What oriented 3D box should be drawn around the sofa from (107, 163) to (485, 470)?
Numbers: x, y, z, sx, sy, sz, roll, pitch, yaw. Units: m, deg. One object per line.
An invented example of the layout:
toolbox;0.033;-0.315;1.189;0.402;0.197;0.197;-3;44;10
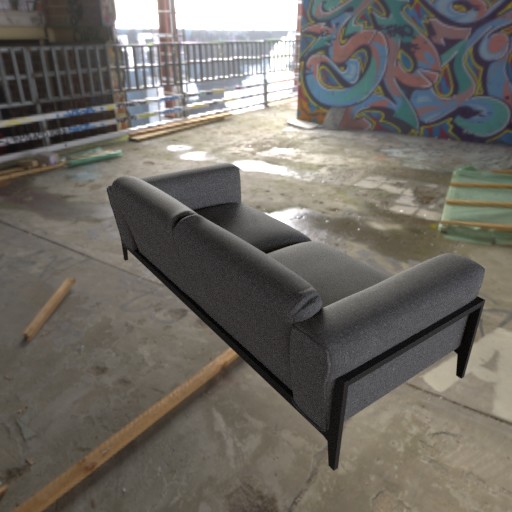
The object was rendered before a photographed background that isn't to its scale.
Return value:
sofa;0.000;0.000;2.484;0.985;0.703;2.125;-18;32;-31
